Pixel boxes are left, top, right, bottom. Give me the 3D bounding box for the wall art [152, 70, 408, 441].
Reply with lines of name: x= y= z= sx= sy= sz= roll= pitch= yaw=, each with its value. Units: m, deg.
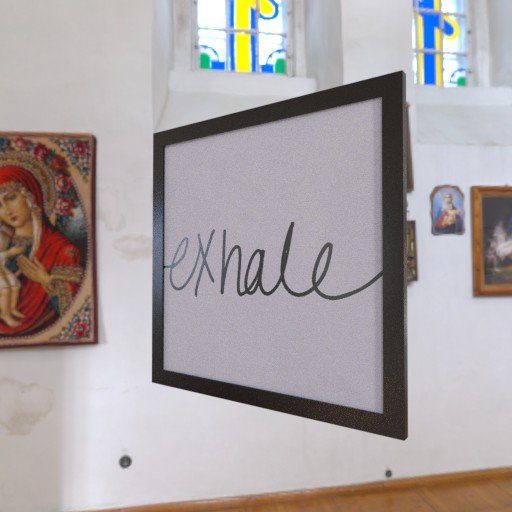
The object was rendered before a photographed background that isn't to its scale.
wall art: x=0.000 y=0.000 z=0.667 sx=0.446 sy=0.445 sz=0.014 roll=-1 pitch=-1 yaw=36
